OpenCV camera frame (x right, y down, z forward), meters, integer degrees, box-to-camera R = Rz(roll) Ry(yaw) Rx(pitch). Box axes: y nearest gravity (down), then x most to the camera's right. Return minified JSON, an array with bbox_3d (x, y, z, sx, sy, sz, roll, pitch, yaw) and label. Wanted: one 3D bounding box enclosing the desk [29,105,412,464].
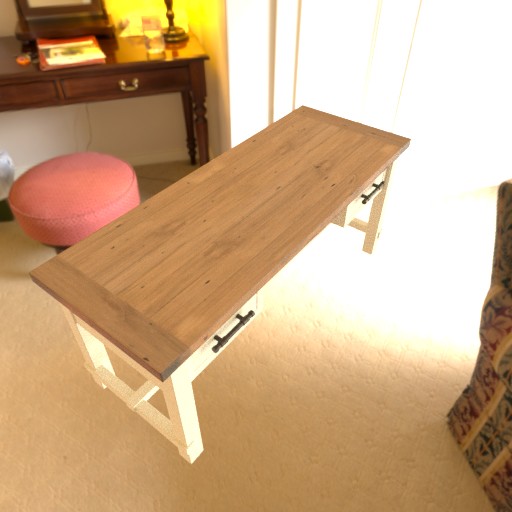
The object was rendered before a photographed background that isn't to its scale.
[{"bbox_3d":[0.000,0.000,2.233,0.688,0.762,1.803,28,49,27],"label":"desk"}]
